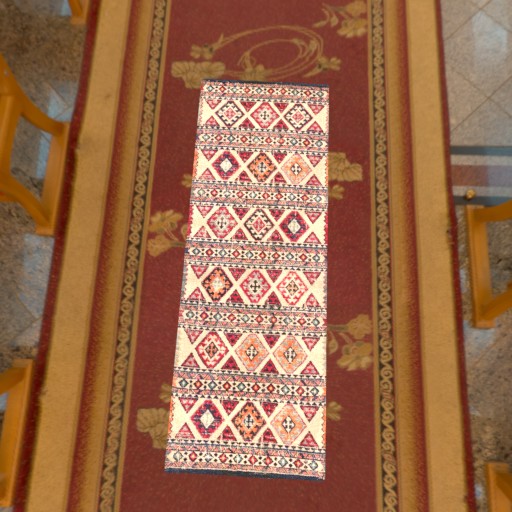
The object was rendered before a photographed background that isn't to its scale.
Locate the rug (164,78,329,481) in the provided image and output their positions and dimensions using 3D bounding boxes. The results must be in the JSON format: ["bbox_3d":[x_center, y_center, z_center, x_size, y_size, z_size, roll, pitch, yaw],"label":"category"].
[{"bbox_3d":[0.000,0.000,2.586,0.832,0.008,2.362,3,75,1],"label":"rug"}]
